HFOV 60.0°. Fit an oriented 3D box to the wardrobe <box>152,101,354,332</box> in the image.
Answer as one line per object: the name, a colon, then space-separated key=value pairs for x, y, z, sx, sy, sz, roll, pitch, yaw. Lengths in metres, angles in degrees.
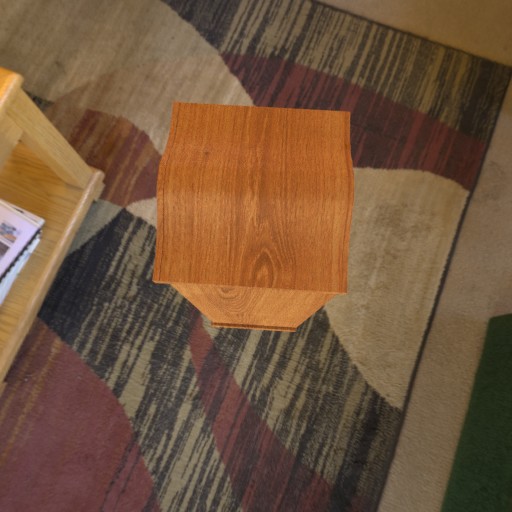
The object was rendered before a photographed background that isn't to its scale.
wardrobe: x=0.000 y=0.000 z=2.190 sx=0.570 sy=1.870 sz=0.590 roll=3 pitch=77 yaw=1
